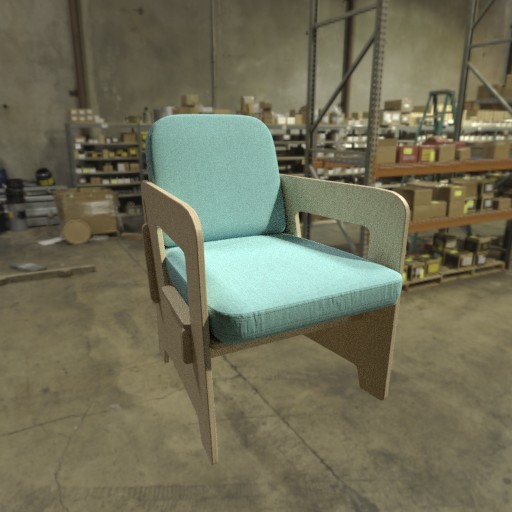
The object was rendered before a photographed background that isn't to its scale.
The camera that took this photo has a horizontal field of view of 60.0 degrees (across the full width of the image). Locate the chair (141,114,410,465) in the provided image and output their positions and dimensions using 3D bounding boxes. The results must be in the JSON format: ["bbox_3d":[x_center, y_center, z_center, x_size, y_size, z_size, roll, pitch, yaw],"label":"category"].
[{"bbox_3d":[0.000,0.000,1.292,0.590,0.800,0.710,-9,18,-27],"label":"chair"}]
